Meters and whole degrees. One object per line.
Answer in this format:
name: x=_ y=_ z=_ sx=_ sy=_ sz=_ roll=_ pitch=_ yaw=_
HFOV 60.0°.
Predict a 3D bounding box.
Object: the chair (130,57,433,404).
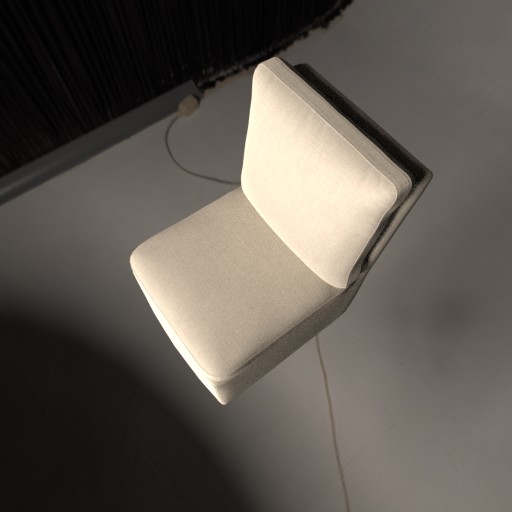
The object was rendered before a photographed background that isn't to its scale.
chair: x=0.000 y=0.000 z=1.369 sx=0.698 sy=0.927 sz=0.503 roll=-34 pitch=69 yaw=-15
